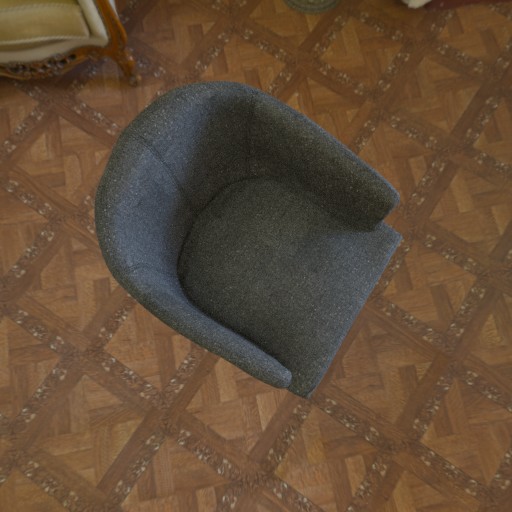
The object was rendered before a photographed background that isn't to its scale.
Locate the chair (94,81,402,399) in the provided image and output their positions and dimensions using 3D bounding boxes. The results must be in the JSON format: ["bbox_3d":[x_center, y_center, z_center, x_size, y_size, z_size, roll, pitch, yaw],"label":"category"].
[{"bbox_3d":[0.000,0.000,1.261,0.655,0.811,0.583,32,78,7],"label":"chair"}]
